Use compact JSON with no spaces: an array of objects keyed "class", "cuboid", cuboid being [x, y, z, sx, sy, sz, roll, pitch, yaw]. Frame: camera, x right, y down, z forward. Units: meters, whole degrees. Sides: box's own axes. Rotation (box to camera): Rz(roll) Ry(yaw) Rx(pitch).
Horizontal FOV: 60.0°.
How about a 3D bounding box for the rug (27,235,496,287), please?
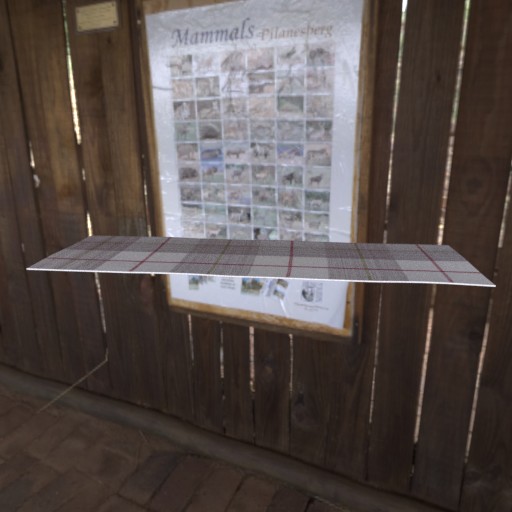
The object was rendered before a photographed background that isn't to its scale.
[{"class":"rug","cuboid":[0.000,0.000,2.655,2.439,0.013,0.762,2,17,6]}]
